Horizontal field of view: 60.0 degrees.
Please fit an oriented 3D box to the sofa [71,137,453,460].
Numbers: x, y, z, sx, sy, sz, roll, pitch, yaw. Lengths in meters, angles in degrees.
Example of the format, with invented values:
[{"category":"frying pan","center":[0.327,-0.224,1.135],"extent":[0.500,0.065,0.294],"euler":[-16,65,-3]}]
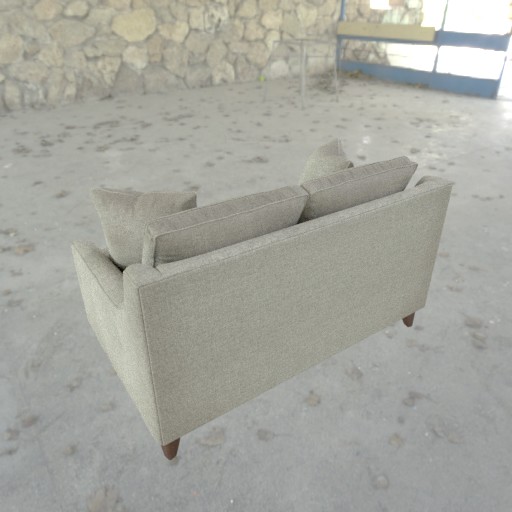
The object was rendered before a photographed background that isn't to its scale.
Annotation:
[{"category":"sofa","center":[0.000,0.000,2.007],"extent":[1.422,0.863,0.915],"euler":[-19,34,-30]}]
